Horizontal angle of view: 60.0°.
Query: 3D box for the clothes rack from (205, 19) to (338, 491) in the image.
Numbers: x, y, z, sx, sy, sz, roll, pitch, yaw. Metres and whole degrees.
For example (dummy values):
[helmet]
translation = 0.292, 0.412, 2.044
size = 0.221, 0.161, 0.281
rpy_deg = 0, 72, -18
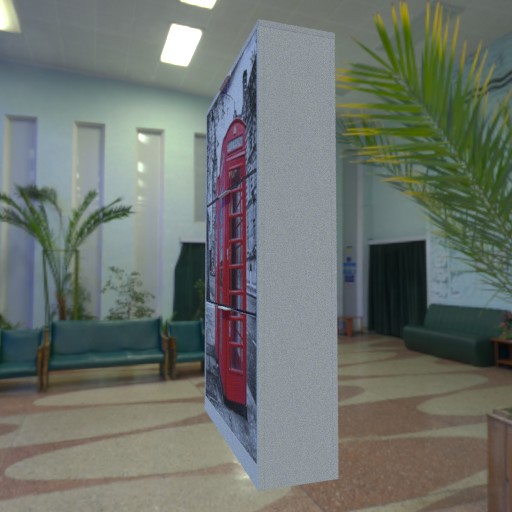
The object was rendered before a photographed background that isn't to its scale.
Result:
[clothes rack]
translation = 0.000, 0.000, 1.591
size = 0.250, 1.280, 0.750
rpy_deg = 1, -3, -17
